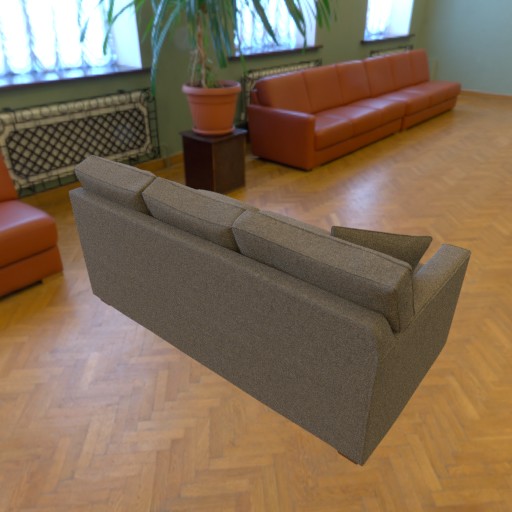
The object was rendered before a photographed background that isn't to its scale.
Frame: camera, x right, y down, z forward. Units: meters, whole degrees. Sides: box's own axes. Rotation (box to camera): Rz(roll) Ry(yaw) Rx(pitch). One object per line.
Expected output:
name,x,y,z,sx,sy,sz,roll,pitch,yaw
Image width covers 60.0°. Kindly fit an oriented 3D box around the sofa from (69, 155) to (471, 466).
sofa,0.000,0.000,2.470,1.963,0.946,1.034,22,37,33
